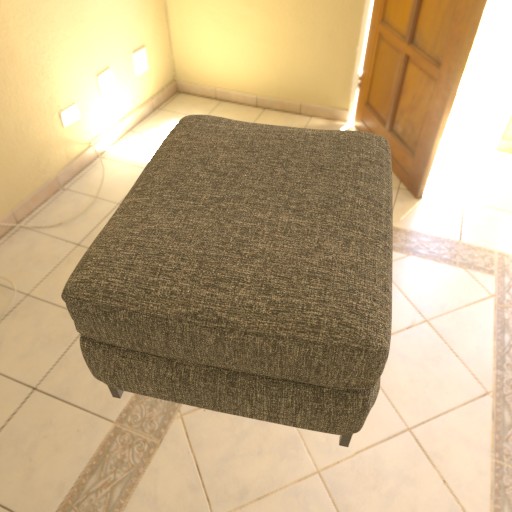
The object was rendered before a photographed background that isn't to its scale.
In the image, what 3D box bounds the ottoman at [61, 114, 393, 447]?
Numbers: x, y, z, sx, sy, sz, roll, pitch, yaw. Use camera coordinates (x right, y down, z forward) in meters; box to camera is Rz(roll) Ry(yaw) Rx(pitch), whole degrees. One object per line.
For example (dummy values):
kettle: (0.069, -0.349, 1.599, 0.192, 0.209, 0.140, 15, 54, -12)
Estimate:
ottoman: (0.000, 0.000, 1.205, 0.683, 0.480, 0.828, 9, 46, 9)
